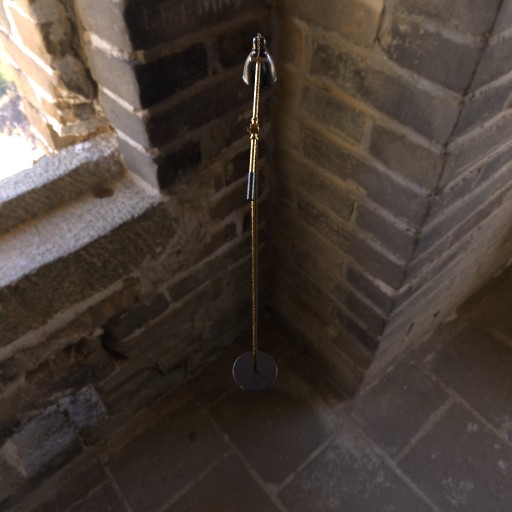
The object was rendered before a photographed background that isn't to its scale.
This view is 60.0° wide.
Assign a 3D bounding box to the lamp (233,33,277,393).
[{"bbox_3d":[0.000,0.000,1.855,0.235,1.628,0.618,2,46,2],"label":"lamp"}]
